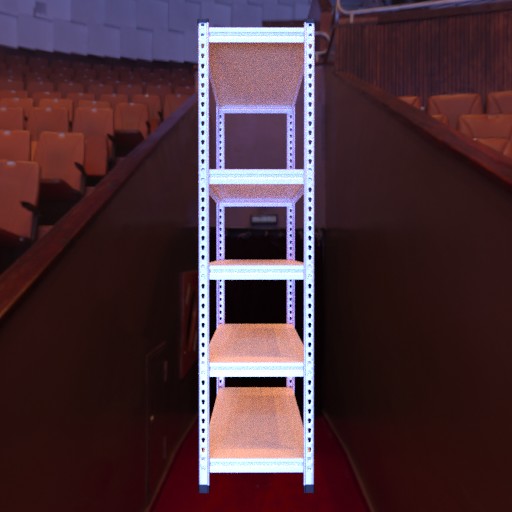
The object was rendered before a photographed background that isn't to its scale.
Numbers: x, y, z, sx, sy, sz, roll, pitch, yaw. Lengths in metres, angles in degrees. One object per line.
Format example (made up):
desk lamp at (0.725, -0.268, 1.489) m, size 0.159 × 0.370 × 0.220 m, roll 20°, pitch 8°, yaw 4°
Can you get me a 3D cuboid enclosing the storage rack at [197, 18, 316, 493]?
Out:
storage rack at (0.000, 0.000, 2.165) m, size 0.457 × 1.829 × 0.914 m, roll 0°, pitch 1°, yaw 0°
